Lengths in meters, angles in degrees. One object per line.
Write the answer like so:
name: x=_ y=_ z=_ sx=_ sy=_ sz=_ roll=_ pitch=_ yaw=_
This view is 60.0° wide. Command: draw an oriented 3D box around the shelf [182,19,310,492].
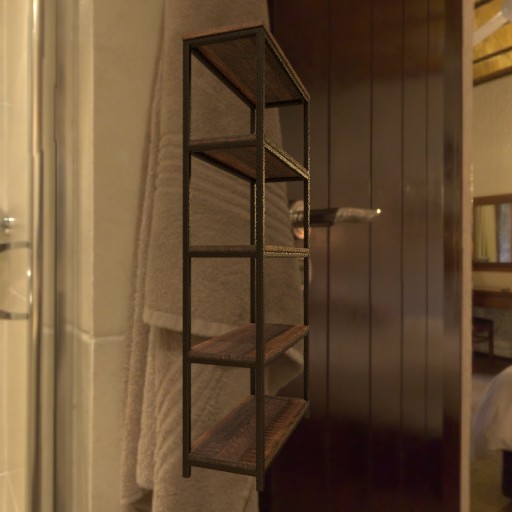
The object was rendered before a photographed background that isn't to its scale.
shelf: x=0.000 y=0.000 z=2.214 sx=0.359 sy=1.860 sz=0.874 roll=0 pitch=0 yaw=19
